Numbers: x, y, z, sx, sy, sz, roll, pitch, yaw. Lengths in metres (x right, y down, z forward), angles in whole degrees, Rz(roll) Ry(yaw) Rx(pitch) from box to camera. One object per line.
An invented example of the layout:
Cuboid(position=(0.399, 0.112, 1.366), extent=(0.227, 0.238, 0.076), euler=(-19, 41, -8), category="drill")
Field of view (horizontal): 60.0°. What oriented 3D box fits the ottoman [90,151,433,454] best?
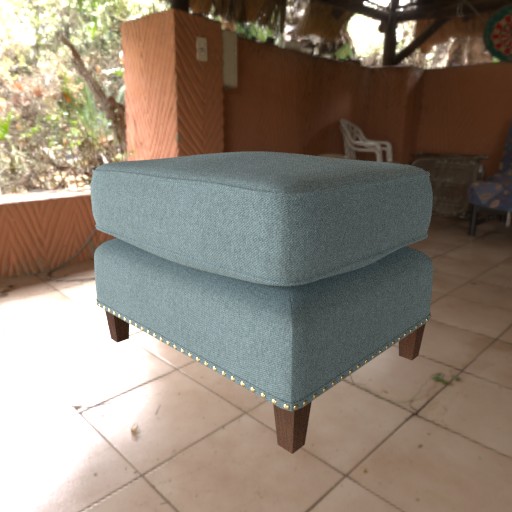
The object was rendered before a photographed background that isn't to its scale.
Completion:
Cuboid(position=(0.000, 0.000, 1.168), extent=(0.738, 0.537, 0.589), euler=(15, 22, 42), category="ottoman")
